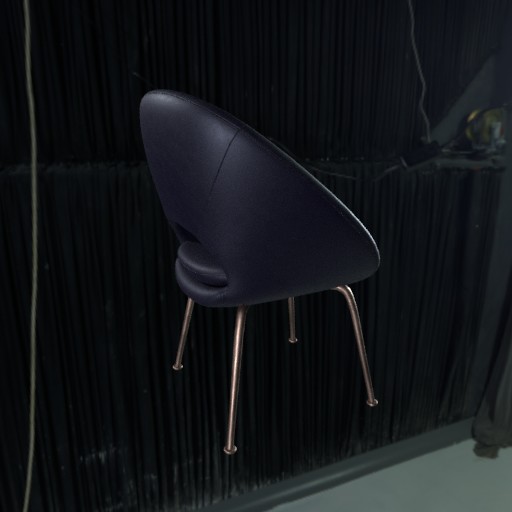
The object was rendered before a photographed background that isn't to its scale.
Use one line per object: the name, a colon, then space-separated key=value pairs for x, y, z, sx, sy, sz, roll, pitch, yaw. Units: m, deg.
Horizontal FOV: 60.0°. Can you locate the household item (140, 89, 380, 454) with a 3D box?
household item: x=0.000 y=0.000 z=1.243 sx=0.573 sy=0.852 sz=0.623 roll=-8 pitch=17 yaw=-25
